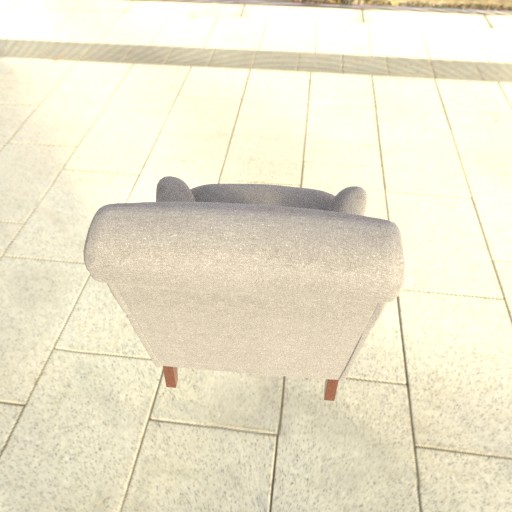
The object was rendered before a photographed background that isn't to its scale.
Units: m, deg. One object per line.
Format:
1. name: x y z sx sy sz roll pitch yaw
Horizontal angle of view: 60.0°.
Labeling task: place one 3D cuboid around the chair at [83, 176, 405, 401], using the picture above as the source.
1. chair: 0.000 0.000 1.555 0.766 0.942 0.843 4 48 3
